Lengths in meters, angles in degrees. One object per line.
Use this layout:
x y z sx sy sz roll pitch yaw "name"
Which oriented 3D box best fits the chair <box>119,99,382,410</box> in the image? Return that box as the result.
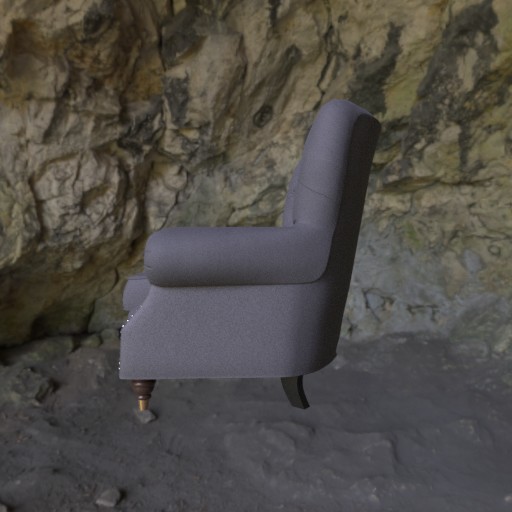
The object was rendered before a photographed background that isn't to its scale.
0.000 0.000 1.829 0.983 1.046 0.983 0 0 1 "chair"
